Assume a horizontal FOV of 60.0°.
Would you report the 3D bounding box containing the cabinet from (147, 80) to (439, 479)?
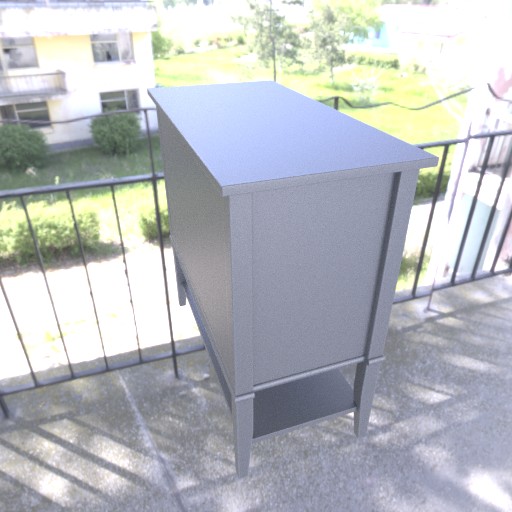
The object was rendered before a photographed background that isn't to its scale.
[{"bbox_3d":[0.000,0.000,1.242,0.396,0.780,0.801,-11,33,-17],"label":"cabinet"}]
